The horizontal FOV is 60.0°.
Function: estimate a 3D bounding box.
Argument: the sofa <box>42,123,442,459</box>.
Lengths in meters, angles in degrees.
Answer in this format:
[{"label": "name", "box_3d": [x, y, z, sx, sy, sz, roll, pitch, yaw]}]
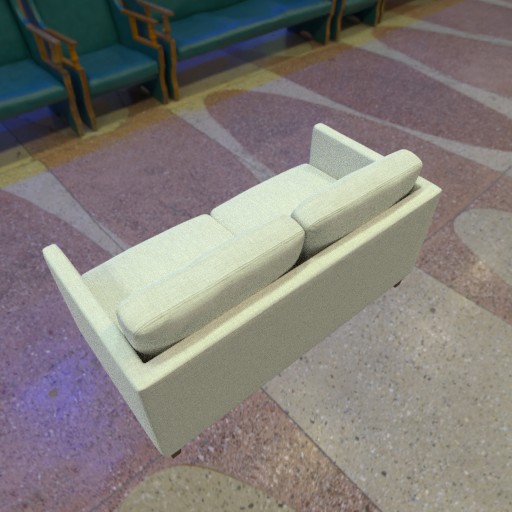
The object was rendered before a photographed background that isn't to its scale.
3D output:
[{"label": "sofa", "box_3d": [0.000, 0.000, 2.393, 1.838, 0.963, 0.950, -31, 53, -26]}]
